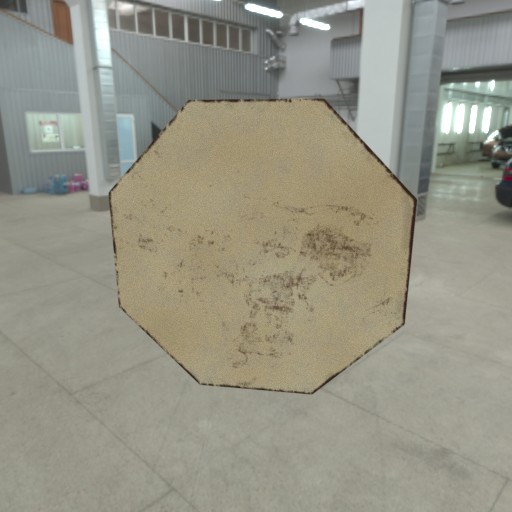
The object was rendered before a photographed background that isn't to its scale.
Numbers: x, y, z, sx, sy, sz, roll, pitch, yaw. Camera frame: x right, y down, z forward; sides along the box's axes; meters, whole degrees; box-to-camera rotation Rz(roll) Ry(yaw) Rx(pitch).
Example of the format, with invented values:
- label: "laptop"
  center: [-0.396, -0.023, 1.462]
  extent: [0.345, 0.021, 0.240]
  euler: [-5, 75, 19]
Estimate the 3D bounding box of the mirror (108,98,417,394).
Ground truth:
- label: "mirror"
  center: [0.000, 0.000, 0.971]
  extent: [0.648, 0.648, 0.031]
  euler: [2, 16, 8]
